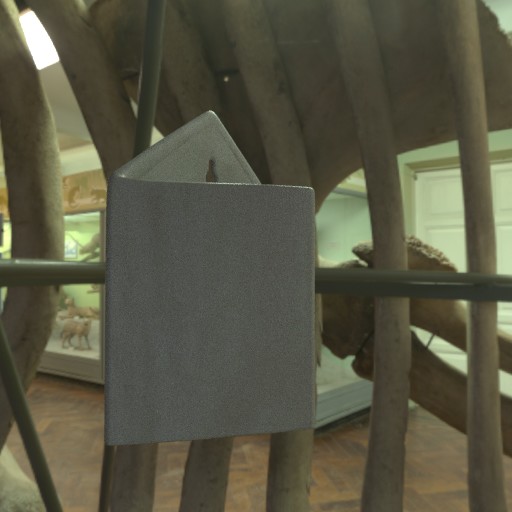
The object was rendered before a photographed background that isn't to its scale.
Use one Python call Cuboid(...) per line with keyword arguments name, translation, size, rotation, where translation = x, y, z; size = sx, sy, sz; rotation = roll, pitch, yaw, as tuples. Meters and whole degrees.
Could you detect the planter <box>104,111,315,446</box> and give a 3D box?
Cuboid(name="planter", translation=(0.000, 0.000, 0.272), size=(0.080, 0.194, 0.163), rotation=(-1, -1, 35))
